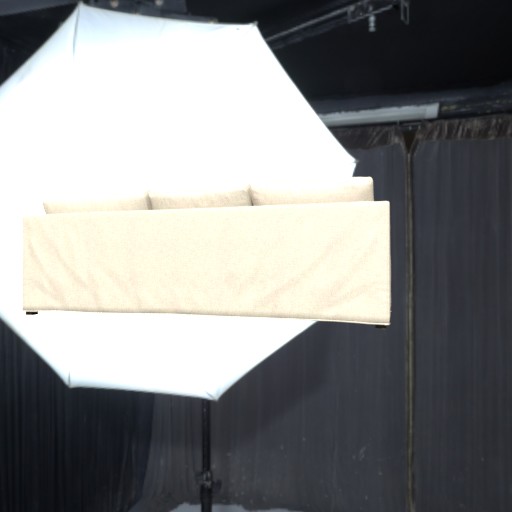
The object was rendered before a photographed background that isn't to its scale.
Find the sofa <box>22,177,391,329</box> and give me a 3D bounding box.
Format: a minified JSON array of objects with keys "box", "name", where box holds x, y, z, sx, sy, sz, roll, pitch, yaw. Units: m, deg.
[{"box":[0.000,0.000,4.196,2.432,0.871,3.182,0,-1,16],"name":"sofa"}]
